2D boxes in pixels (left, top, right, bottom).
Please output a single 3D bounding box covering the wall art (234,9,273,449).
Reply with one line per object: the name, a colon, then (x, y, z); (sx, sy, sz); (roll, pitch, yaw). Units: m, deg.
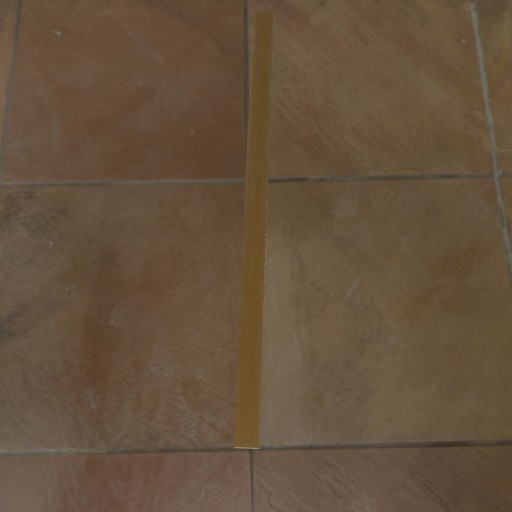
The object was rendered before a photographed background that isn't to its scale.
wall art: (0.000, 0.000, 1.106); (0.037, 0.760, 0.762); (2, 76, 0)
